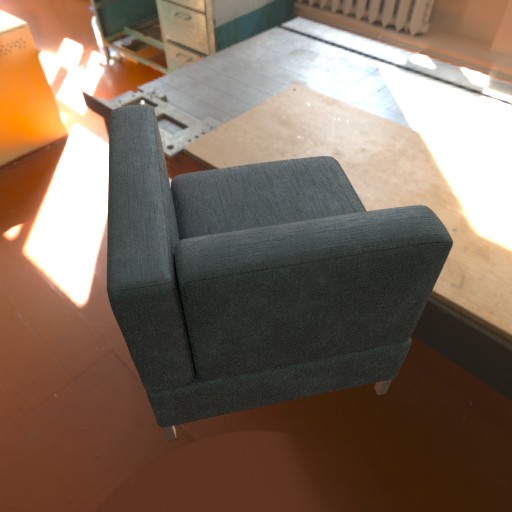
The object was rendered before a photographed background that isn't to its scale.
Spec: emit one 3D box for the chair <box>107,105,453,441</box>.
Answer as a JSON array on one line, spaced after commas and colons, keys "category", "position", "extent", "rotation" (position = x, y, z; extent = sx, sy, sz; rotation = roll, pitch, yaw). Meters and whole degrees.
[{"category": "chair", "position": [0.000, 0.000, 1.230], "extent": [0.680, 0.660, 0.680], "rotation": [-9, 48, -8]}]
